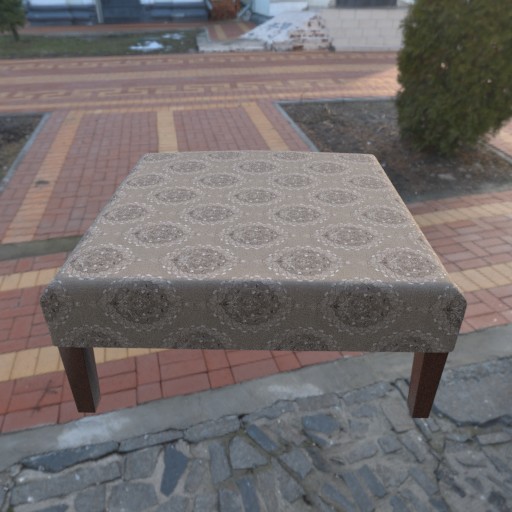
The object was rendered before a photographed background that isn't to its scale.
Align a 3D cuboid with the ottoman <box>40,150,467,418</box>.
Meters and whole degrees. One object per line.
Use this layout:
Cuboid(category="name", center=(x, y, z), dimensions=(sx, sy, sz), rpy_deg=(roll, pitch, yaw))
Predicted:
Cuboid(category="ottoman", center=(0.000, 0.000, 1.365), dimensions=(0.890, 0.411, 0.889), rpy_deg=(1, 32, 1))
